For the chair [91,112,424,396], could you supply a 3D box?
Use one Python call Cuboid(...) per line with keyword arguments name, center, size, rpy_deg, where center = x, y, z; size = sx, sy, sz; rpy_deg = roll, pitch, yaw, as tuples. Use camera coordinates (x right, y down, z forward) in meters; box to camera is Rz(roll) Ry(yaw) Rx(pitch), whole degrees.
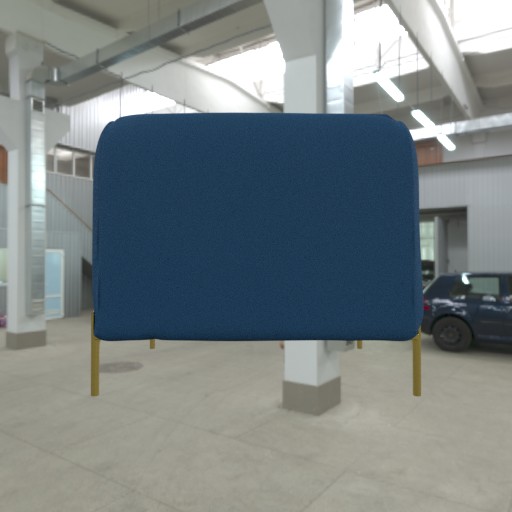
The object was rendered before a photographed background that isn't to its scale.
Cuboid(name="chair", center=(0.000, 0.000, 1.611), size=(0.947, 0.793, 0.877), rpy_deg=(0, -1, 0))
